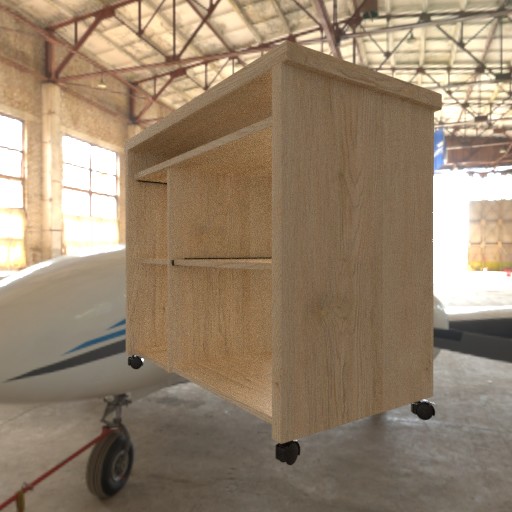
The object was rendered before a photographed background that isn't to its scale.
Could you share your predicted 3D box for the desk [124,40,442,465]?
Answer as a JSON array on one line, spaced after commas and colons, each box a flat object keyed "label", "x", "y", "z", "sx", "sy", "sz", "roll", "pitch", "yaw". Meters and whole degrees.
[{"label": "desk", "x": 0.000, "y": 0.000, "z": 1.284, "sx": 0.480, "sy": 0.770, "sz": 0.885, "roll": 0, "pitch": 1, "yaw": -35}]
